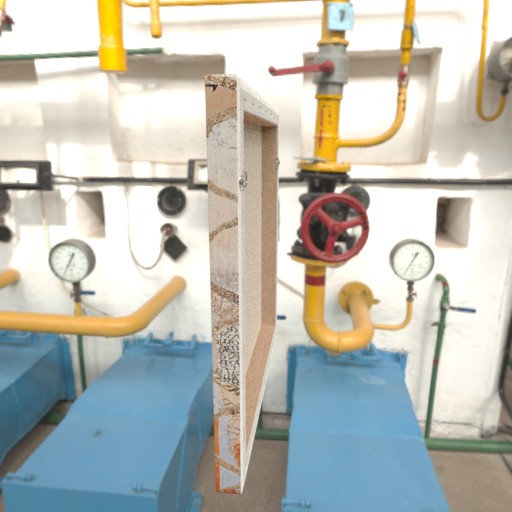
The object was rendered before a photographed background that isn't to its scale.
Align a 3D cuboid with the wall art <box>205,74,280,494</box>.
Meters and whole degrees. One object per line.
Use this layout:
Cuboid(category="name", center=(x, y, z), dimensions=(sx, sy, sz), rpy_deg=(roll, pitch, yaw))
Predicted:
Cuboid(category="wall art", center=(0.000, 0.000, 0.752), dimensions=(0.038, 0.508, 0.507), rpy_deg=(2, 14, 7))
